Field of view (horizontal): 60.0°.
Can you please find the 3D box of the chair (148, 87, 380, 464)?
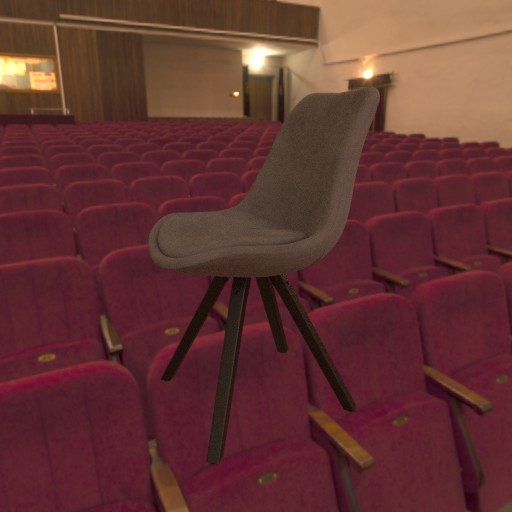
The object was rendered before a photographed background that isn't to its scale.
[{"bbox_3d":[0.000,0.000,1.188,0.550,0.850,0.476,-8,18,-26],"label":"chair"}]
